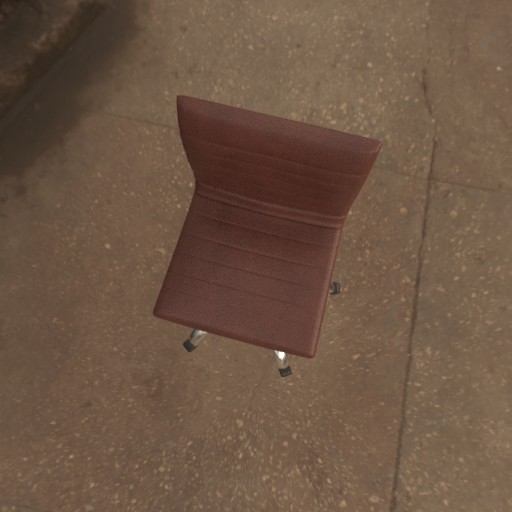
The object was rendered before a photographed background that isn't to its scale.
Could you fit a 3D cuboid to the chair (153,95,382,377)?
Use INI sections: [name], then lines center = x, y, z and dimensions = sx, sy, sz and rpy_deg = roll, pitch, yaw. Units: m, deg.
[chair]
center = 0.000, 0.000, 1.134
dimensions = 0.556, 0.780, 0.530
rpy_deg = 14, 74, 4
